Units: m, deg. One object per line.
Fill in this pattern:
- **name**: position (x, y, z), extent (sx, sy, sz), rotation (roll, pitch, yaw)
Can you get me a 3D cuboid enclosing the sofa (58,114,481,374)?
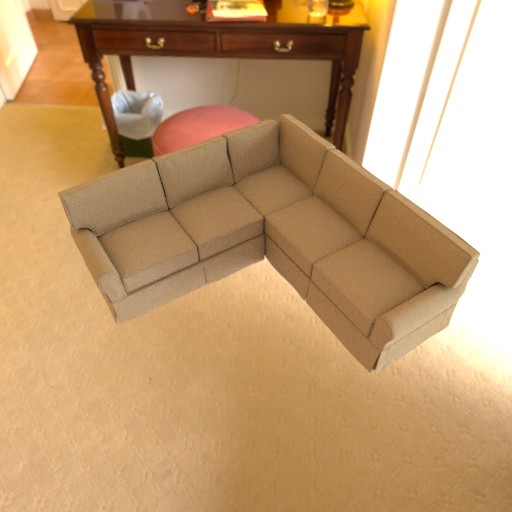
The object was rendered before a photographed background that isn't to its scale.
- **sofa**: position (0.000, 0.000, 4.142), extent (2.730, 1.124, 2.733), rotation (-25, 51, -22)
